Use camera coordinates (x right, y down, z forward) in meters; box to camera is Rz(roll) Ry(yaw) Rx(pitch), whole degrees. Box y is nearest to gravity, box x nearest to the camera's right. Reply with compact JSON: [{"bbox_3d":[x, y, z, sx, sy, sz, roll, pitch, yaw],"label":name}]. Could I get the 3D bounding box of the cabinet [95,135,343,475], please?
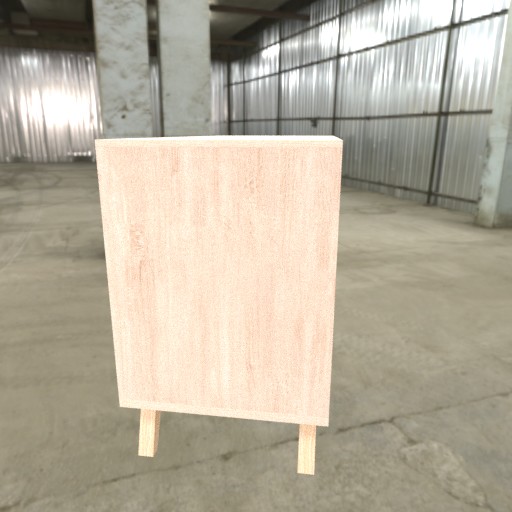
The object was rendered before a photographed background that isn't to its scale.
[{"bbox_3d":[0.000,0.000,1.504,0.500,0.780,1.110,2,16,8],"label":"cabinet"}]
